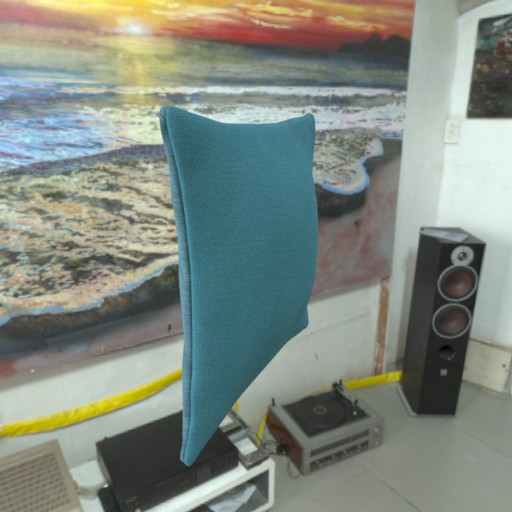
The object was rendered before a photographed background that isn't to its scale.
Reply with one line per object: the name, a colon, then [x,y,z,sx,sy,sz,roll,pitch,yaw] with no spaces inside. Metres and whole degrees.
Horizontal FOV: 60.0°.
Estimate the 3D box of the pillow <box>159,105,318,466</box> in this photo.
pillow: [0.000,0.000,0.662,0.151,0.415,0.433,8,19,24]
